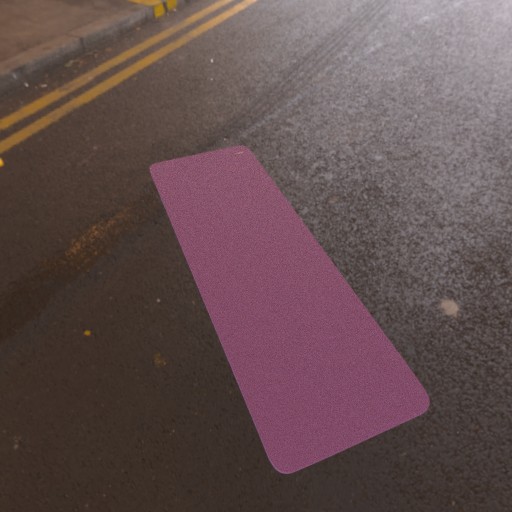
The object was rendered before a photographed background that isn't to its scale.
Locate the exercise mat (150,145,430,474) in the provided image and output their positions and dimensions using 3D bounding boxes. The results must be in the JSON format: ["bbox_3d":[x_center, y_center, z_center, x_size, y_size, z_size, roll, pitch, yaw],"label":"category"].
[{"bbox_3d":[0.000,0.000,2.080,0.616,0.021,1.869,-16,48,-15],"label":"exercise mat"}]
